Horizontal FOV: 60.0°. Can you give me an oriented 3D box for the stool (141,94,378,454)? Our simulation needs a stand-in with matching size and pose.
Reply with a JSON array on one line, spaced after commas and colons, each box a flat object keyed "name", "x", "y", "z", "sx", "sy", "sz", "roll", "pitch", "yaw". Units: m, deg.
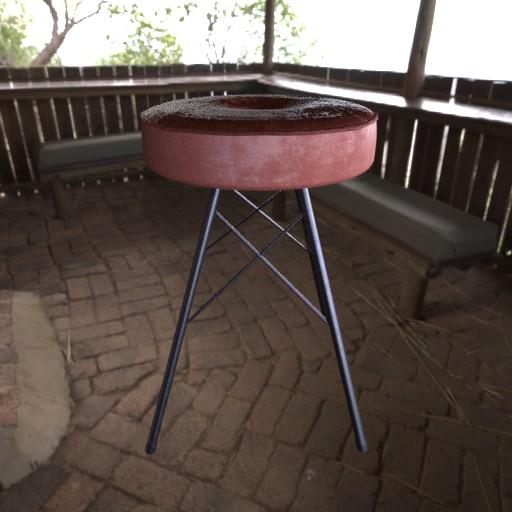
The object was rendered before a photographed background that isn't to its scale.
[{"name": "stool", "x": 0.000, "y": 0.000, "z": 0.900, "sx": 0.421, "sy": 0.593, "sz": 0.457, "roll": 0, "pitch": 26, "yaw": -1}]
